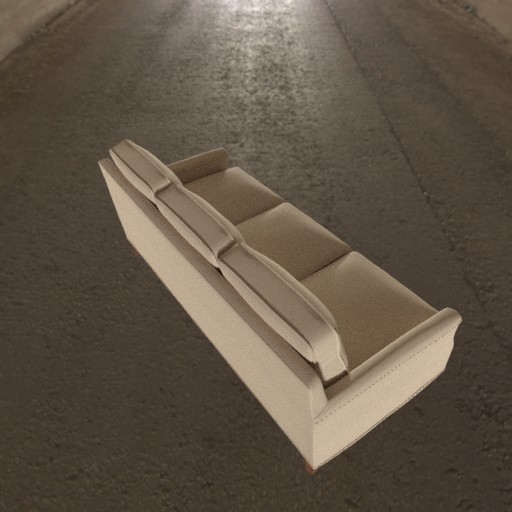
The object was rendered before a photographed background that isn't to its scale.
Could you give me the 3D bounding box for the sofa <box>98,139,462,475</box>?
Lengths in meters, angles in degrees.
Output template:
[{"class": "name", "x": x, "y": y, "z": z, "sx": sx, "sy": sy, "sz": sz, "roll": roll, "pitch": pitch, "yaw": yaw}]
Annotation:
[{"class": "sofa", "x": 0.000, "y": 0.000, "z": 2.759, "sx": 1.084, "sy": 1.003, "sz": 2.246, "roll": -25, "pitch": 46, "yaw": -26}]
